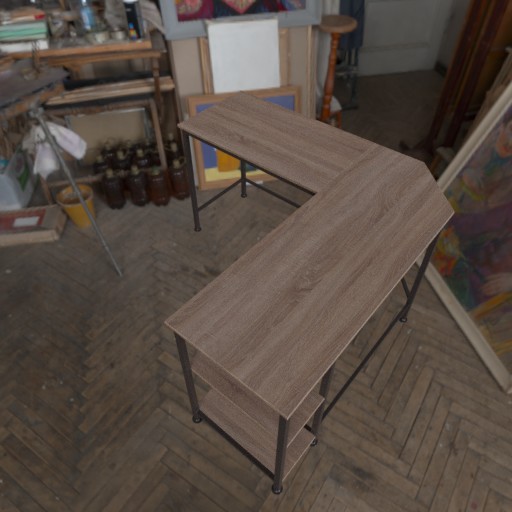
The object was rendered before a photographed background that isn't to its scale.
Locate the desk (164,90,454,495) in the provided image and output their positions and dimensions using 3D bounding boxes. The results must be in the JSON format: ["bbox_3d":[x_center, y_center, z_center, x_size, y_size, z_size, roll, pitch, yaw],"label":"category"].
[{"bbox_3d":[0.000,0.000,2.149,1.379,0.739,1.379,31,53,26],"label":"desk"}]
